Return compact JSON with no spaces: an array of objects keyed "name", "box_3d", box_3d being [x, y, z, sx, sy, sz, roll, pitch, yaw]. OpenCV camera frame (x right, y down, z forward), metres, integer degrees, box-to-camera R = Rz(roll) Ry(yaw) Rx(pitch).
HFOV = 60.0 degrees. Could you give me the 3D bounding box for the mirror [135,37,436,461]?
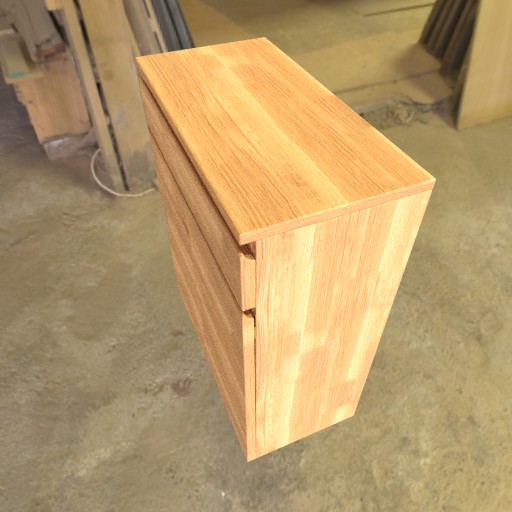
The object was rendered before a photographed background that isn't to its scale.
[{"name":"mirror","box_3d":[0.000,0.000,1.395,0.400,1.000,0.800,-17,48,-16]}]
